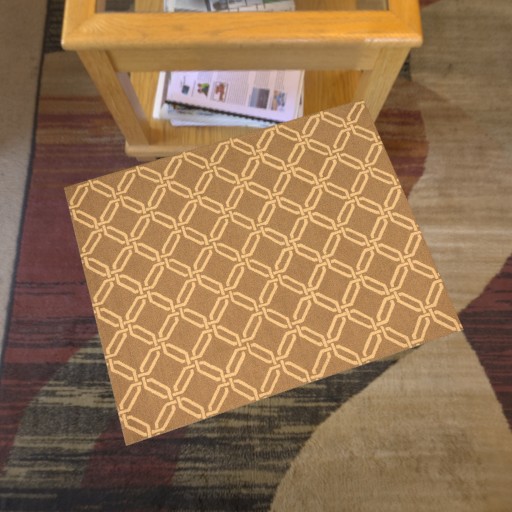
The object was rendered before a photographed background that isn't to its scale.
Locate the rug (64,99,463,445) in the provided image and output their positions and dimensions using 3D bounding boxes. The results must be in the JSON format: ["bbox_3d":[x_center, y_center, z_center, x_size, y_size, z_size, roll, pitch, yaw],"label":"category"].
[{"bbox_3d":[0.000,0.000,3.847,2.895,0.018,2.288,-18,77,-4],"label":"rug"}]
